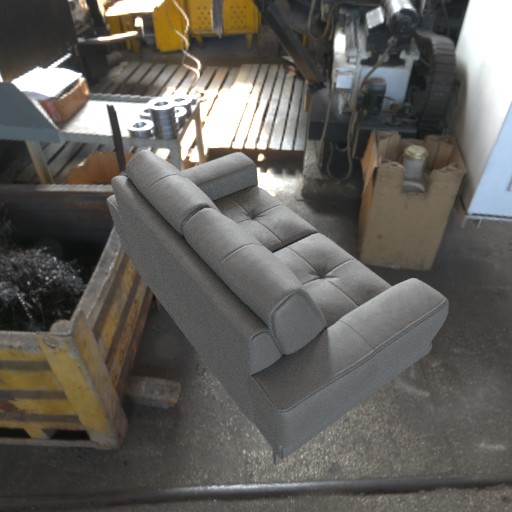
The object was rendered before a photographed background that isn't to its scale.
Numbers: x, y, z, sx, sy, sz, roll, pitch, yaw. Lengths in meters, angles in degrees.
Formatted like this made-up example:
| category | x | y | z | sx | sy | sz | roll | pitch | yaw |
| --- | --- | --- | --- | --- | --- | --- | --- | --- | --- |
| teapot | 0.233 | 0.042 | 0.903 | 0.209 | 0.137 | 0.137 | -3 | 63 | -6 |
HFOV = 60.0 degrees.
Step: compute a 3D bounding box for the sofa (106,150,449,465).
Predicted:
| category | x | y | z | sx | sy | sz | roll | pitch | yaw |
| --- | --- | --- | --- | --- | --- | --- | --- | --- | --- |
| sofa | 0.000 | 0.000 | 2.435 | 1.018 | 0.907 | 1.806 | -25 | 47 | -26 |
